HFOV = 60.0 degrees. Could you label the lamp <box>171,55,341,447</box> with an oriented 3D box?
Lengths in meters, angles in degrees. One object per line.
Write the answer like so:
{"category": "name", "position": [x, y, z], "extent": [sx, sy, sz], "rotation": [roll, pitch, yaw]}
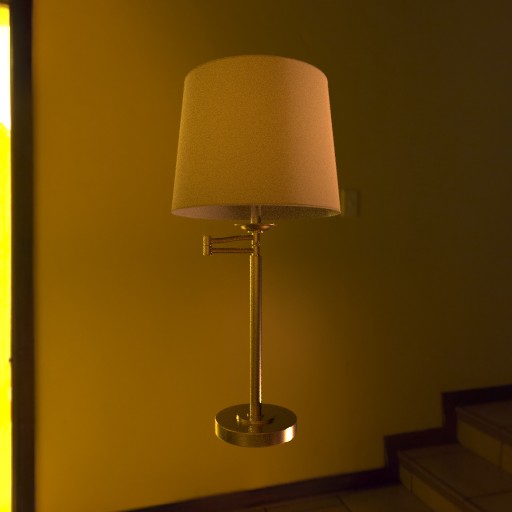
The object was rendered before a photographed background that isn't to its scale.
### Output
{"category": "lamp", "position": [0.000, 0.000, 0.885], "extent": [0.333, 0.696, 0.333], "rotation": [0, 0, 0]}
